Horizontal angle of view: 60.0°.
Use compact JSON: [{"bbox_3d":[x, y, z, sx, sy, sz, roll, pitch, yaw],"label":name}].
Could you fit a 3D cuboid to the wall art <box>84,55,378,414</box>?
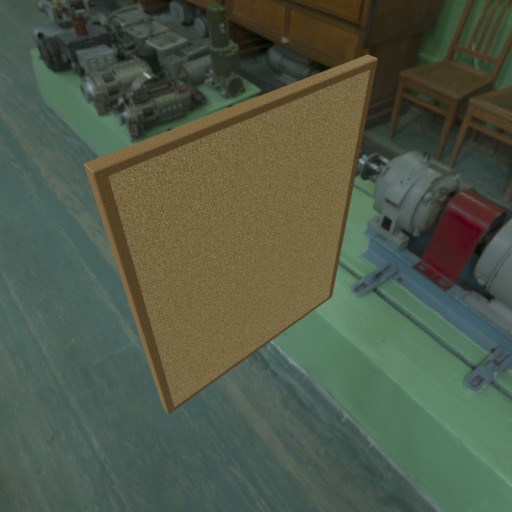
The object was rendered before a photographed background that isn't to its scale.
[{"bbox_3d":[0.000,0.000,0.750,0.449,0.550,0.021,-31,53,-27],"label":"wall art"}]
